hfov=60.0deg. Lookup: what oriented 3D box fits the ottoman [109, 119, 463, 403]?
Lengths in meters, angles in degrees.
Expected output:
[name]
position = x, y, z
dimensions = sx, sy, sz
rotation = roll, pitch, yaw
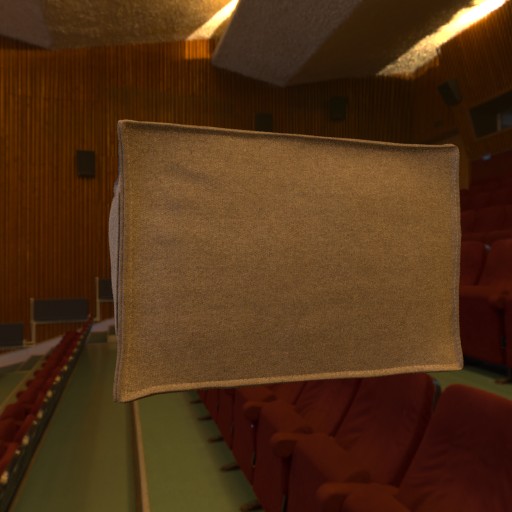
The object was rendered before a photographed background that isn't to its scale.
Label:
[ottoman]
position = 0.000, 0.000, 1.104
dimensions = 0.696, 0.470, 0.707
rotation = 0, 0, -18
